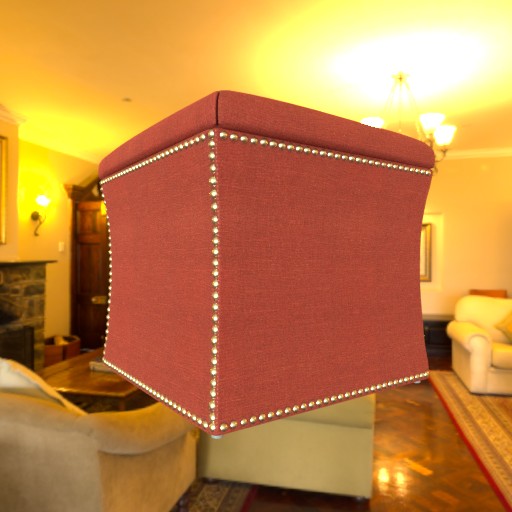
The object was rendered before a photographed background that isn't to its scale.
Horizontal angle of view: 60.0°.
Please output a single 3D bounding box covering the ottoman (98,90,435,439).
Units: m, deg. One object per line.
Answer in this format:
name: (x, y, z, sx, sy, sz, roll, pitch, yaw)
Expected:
ottoman: (0.000, 0.000, 0.881, 0.497, 0.475, 0.507, 0, 0, -36)
